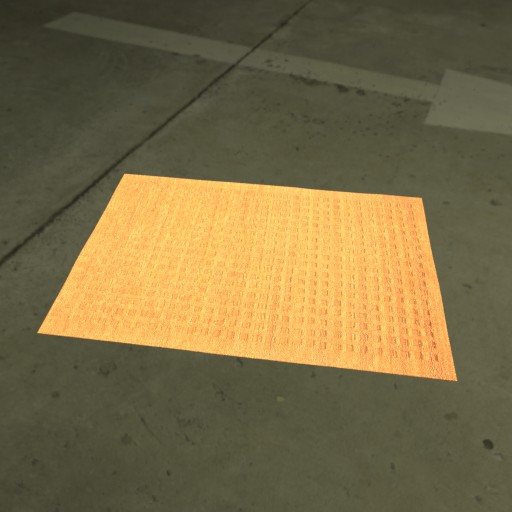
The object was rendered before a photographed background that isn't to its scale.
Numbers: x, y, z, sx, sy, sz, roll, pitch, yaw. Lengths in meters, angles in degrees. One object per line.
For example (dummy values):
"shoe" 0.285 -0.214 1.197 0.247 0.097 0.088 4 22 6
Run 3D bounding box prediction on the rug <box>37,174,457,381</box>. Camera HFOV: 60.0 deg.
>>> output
"rug" 0.000 0.000 2.206 1.747 0.006 1.143 5 47 5
